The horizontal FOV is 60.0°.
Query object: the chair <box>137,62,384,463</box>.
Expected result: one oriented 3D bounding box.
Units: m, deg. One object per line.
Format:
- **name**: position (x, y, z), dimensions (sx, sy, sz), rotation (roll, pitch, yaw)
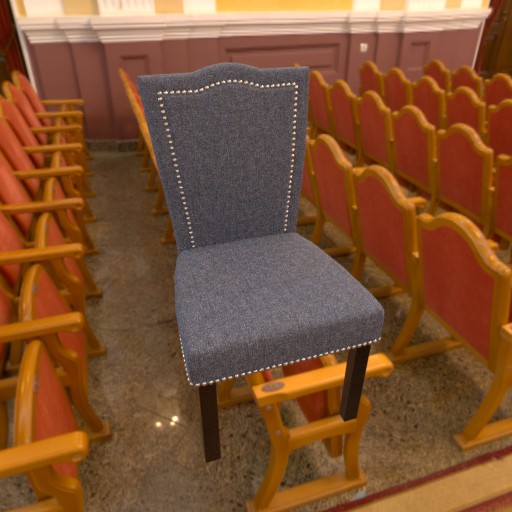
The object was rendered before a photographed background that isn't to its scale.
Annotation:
- **chair**: position (0.000, 0.000, 1.261), dimensions (0.518, 0.946, 0.589), rotation (-10, 33, -15)
